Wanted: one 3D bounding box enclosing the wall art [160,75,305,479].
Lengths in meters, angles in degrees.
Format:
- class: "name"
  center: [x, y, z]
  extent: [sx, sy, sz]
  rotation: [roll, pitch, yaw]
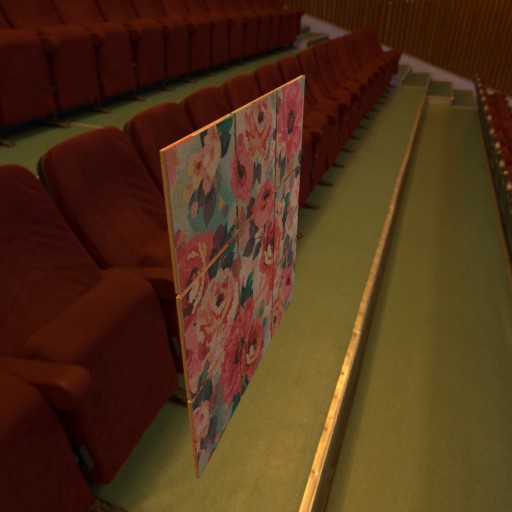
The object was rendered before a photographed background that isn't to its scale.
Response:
- class: "wall art"
  center: [0.000, 0.000, 1.351]
  extent: [0.012, 0.910, 0.911]
  rotation: [11, 32, 18]
